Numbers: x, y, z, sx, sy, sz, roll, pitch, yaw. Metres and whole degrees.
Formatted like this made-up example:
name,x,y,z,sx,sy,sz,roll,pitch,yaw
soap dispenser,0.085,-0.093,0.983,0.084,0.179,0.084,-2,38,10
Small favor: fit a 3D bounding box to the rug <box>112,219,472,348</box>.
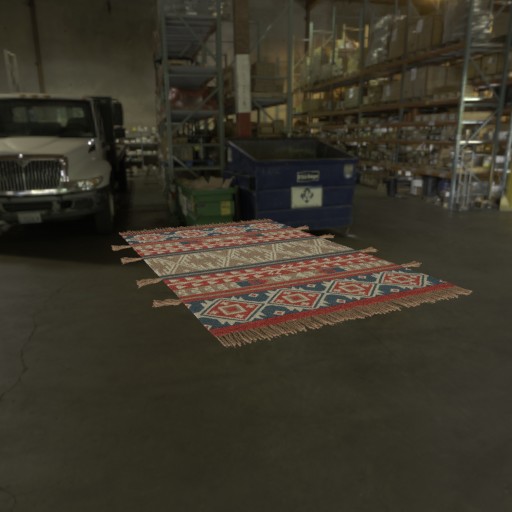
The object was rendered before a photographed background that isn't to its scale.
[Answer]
name,x,y,z,sx,sy,sz,roll,pitch,yaw
rug,0.000,0.000,3.168,1.778,0.048,2.450,-7,17,-25
